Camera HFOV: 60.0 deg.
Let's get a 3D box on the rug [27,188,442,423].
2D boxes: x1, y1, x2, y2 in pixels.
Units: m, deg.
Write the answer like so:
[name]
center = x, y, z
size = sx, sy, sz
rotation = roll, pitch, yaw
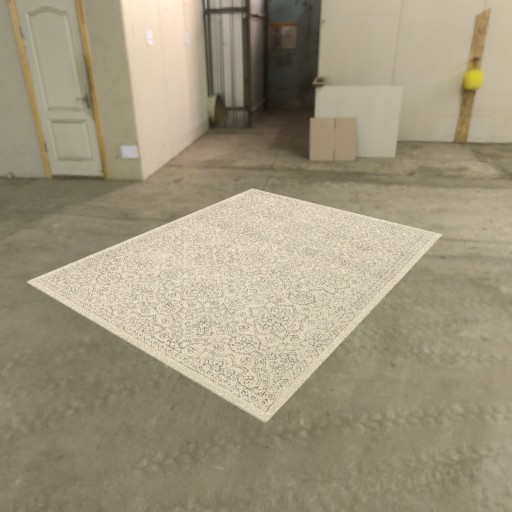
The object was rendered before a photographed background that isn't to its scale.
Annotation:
[rug]
center = 0.000, 0.000, 4.081
size = 2.441, 0.015, 3.050
rotation = 19, 32, 33
